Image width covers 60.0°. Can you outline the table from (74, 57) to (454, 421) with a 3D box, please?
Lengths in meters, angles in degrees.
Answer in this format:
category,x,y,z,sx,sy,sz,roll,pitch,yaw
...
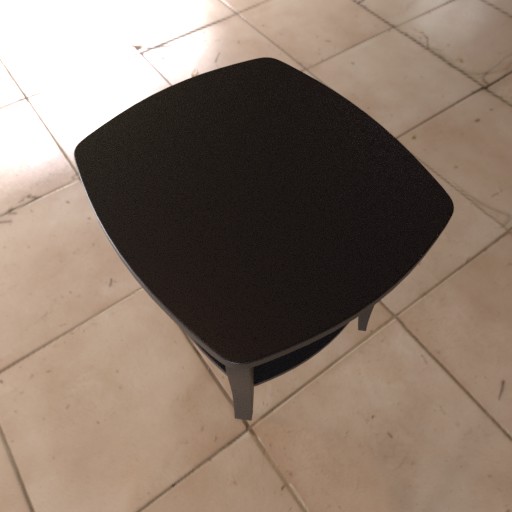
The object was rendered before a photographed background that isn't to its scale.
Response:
category,x,y,z,sx,sy,sz,roll,pitch,yaw
table,0.000,0.000,0.853,0.457,0.457,0.508,-33,64,-18
